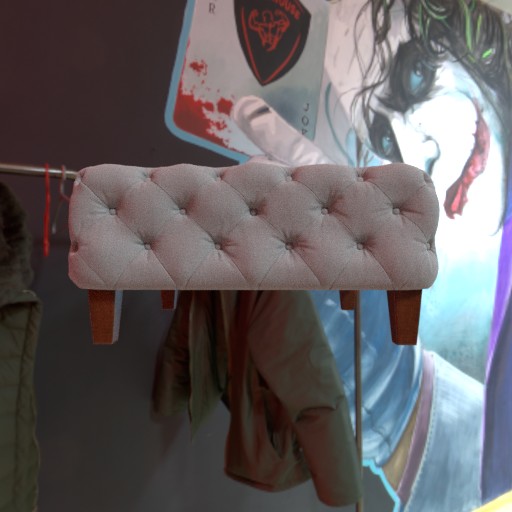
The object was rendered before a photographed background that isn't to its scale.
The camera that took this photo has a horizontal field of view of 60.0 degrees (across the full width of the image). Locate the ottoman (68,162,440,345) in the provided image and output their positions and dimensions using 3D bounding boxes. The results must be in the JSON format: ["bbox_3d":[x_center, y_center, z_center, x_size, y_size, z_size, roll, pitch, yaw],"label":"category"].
[{"bbox_3d":[0.000,0.000,1.467,0.911,0.439,0.917,0,0,1],"label":"ottoman"}]
